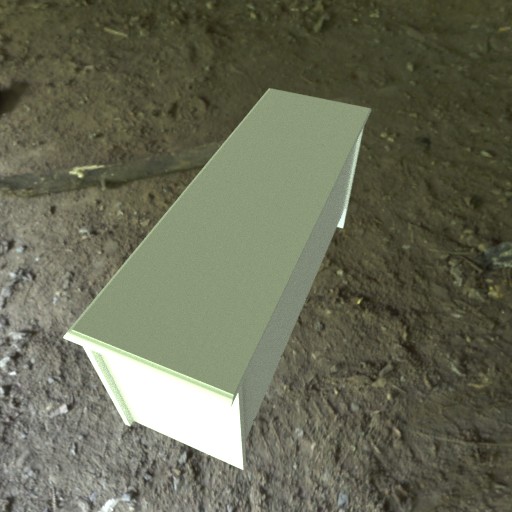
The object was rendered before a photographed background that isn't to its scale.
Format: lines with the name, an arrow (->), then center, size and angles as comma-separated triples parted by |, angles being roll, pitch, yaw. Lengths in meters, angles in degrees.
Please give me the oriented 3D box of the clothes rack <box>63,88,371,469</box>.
clothes rack -> 0.000, 0.000, 1.491 | 0.405, 0.558, 1.218 | 17, 50, 15
